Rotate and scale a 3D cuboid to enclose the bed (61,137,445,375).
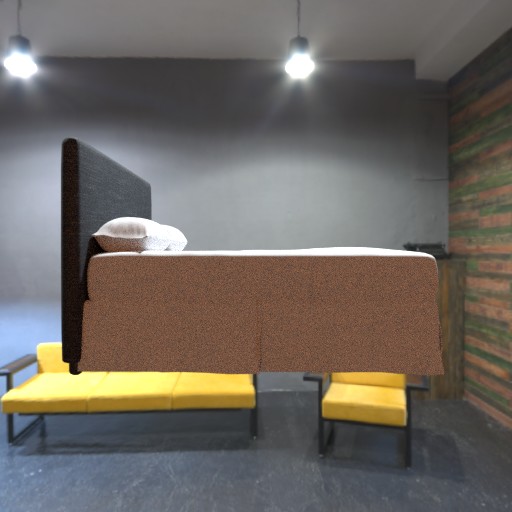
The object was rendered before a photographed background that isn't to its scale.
[{"bbox_3d":[0.000,0.000,3.244,2.142,1.330,1.723,0,0,0],"label":"bed"}]
